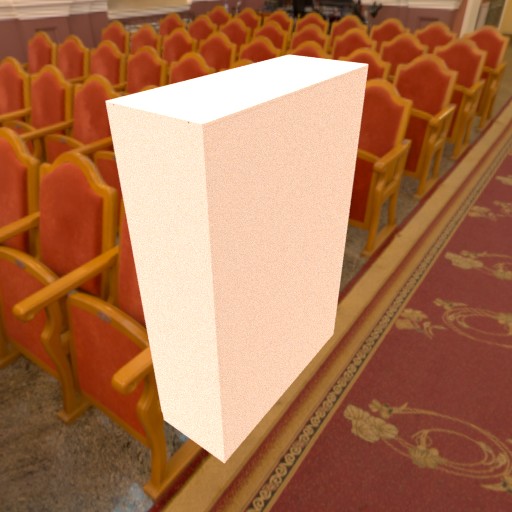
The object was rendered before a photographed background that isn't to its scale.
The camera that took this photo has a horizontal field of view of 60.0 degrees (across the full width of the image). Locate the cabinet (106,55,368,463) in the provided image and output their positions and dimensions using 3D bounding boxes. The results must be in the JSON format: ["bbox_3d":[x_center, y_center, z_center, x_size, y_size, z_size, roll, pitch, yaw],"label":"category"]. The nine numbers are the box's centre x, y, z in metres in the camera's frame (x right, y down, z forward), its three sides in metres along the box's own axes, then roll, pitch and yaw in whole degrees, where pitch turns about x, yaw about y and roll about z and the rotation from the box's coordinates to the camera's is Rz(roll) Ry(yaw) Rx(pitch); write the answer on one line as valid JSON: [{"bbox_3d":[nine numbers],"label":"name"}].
[{"bbox_3d":[0.000,0.000,2.529,0.510,1.910,1.290,22,39,30],"label":"cabinet"}]
